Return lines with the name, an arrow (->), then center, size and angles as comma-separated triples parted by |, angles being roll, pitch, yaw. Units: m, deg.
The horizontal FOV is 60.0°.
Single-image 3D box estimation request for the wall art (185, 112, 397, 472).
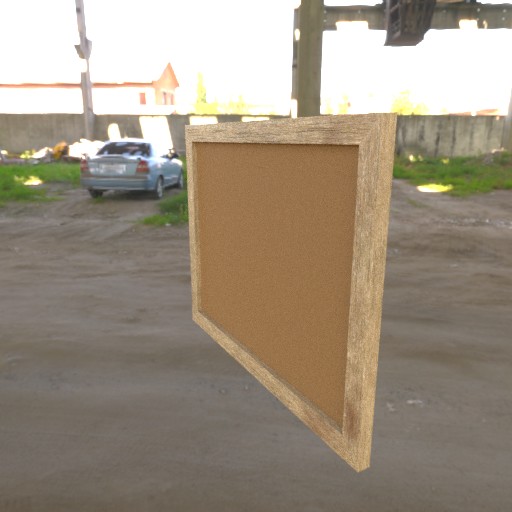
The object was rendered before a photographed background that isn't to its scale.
wall art -> 0.000, 0.000, 0.917 | 0.026, 0.535, 0.690 | -8, 17, -28
